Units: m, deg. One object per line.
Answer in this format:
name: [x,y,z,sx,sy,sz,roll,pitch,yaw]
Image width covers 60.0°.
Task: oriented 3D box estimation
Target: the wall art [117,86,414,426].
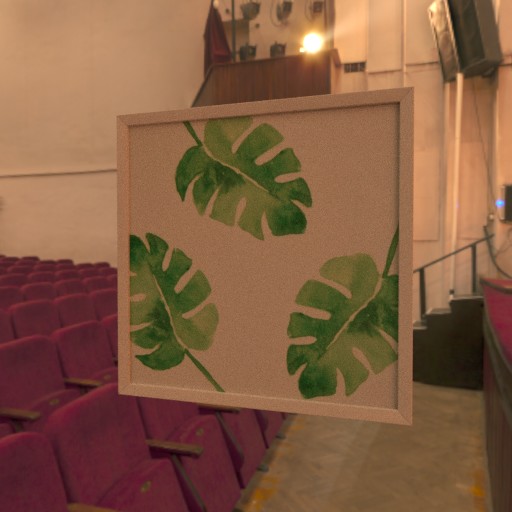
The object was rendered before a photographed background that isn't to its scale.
wall art: [0.000,0.000,0.458,0.305,0.305,0.038,0,1,17]
